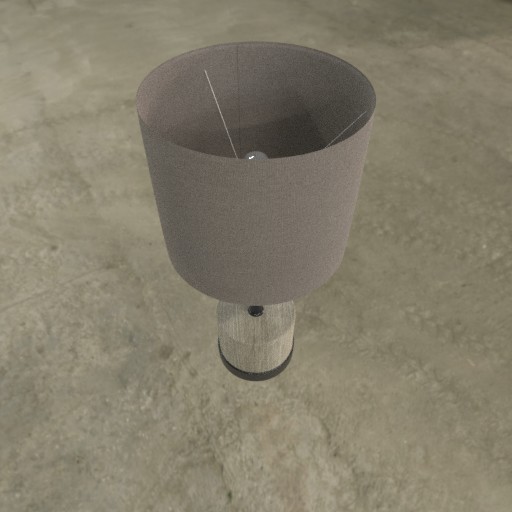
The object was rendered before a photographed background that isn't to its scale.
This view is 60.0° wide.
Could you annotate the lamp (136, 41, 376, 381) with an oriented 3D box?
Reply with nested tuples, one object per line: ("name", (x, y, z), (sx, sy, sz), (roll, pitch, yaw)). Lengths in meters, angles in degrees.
("lamp", (0.000, 0.000, 0.597), (0.229, 0.470, 0.229), (-1, 47, -1))
